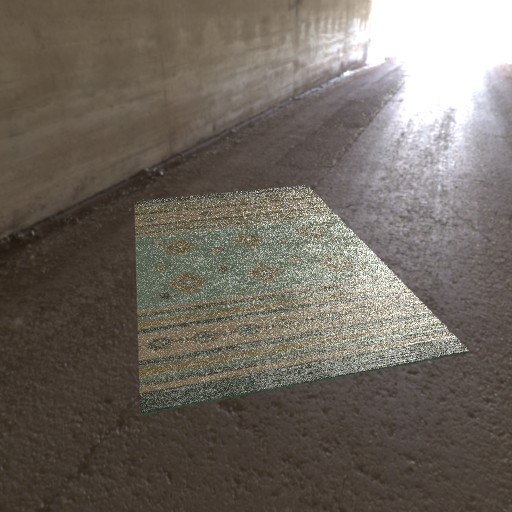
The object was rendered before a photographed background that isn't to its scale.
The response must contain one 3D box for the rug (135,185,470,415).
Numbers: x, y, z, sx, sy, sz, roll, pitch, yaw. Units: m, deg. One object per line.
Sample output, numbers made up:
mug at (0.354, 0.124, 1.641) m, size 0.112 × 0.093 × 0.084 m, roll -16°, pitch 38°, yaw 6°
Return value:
rug at (0.000, 0.000, 2.309) m, size 1.212 × 0.010 × 1.811 m, roll -7°, pitch 30°, yaw -12°
